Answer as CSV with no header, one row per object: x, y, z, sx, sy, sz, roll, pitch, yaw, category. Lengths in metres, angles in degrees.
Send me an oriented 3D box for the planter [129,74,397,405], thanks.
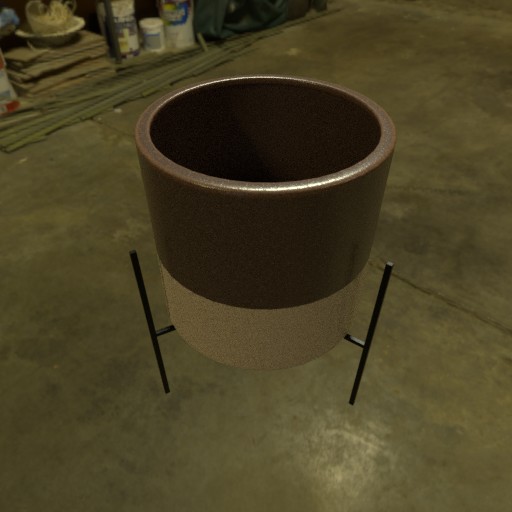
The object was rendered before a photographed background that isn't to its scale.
0.000,0.000,0.526,0.250,0.353,0.260,-2,42,-2,planter
